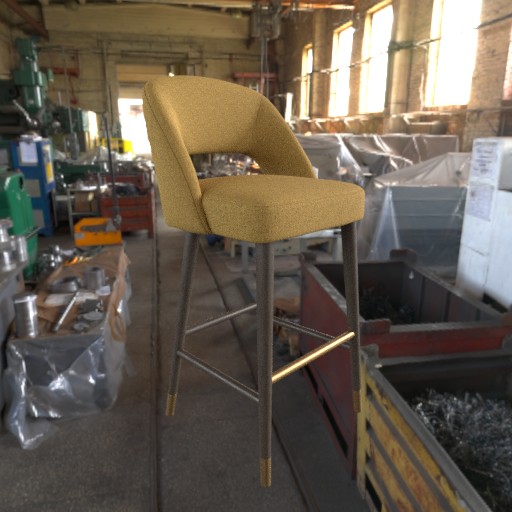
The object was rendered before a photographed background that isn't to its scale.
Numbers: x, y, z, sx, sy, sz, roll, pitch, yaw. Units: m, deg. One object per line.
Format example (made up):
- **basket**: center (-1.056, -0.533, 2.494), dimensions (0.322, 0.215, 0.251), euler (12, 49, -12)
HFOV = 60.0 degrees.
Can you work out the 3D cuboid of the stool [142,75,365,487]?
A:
- **stool**: center (0.000, 0.000, 1.316), dimensions (0.522, 1.032, 0.536), euler (15, 21, 42)
